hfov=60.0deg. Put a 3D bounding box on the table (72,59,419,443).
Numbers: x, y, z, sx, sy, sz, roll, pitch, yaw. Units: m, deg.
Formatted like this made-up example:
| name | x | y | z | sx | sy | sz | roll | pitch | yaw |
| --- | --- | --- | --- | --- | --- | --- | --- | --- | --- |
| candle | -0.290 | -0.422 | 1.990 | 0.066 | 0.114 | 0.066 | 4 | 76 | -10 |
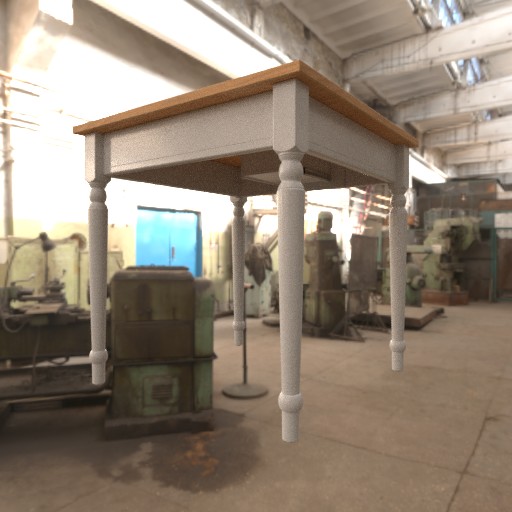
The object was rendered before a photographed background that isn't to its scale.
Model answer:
| name | x | y | z | sx | sy | sz | roll | pitch | yaw |
| --- | --- | --- | --- | --- | --- | --- | --- | --- | --- |
| table | 0.000 | 0.000 | 1.343 | 0.747 | 0.738 | 0.747 | 0 | 1 | 36 |
